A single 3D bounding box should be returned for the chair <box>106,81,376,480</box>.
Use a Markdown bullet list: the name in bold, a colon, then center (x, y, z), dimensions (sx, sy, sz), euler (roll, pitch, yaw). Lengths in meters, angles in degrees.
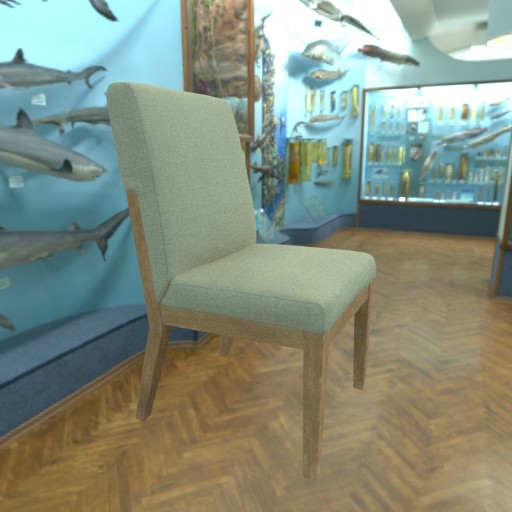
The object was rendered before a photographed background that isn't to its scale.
- **chair**: center (0.000, 0.000, 1.247), dimensions (0.586, 0.911, 0.507), euler (7, 15, 26)
